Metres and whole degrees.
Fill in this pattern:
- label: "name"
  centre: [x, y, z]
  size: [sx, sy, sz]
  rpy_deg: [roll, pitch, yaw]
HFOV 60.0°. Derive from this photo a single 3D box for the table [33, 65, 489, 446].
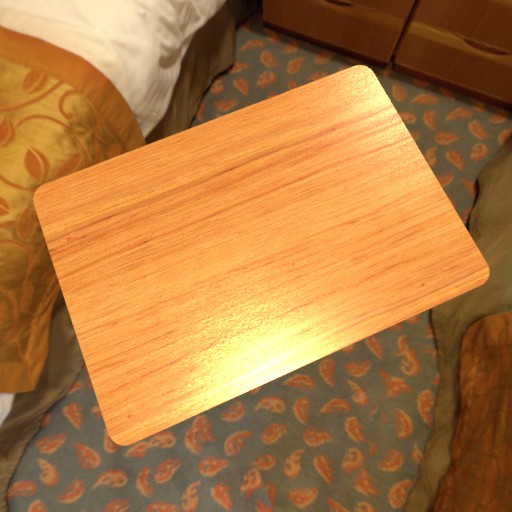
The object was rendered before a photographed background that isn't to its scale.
- label: "table"
  centre: [0.000, 0.000, 1.345]
  size: [0.997, 0.445, 0.696]
  rpy_deg: [-23, 76, -6]
